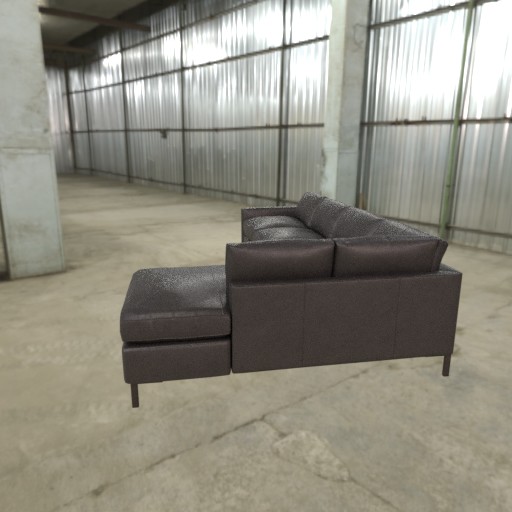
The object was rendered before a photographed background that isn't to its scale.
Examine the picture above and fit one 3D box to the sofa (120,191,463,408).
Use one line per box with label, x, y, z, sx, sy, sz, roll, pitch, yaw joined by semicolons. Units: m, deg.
sofa;0.000;0.000;3.823;1.938;0.877;2.984;-2;14;-10
